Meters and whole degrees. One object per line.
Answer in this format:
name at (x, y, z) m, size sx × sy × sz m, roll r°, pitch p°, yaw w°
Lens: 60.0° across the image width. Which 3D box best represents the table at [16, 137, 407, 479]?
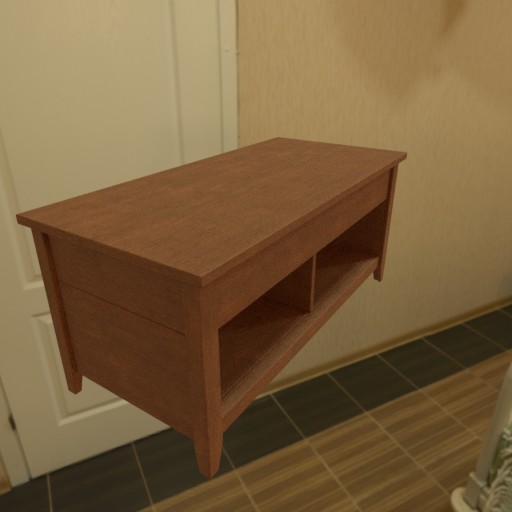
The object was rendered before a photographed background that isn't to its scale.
table at (0.000, 0.000, 1.246) m, size 0.483 × 0.457 × 1.016 m, roll 16°, pitch 30°, yaw 30°
